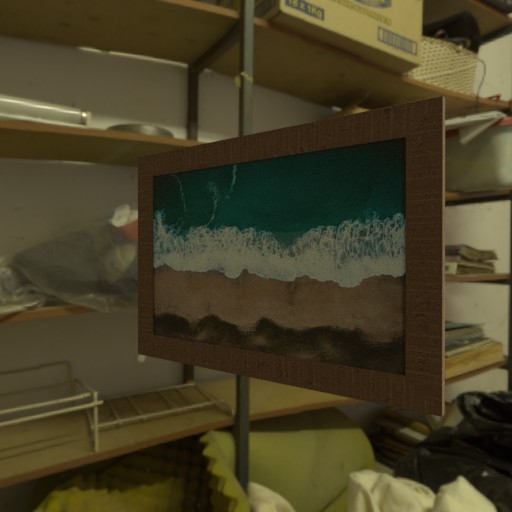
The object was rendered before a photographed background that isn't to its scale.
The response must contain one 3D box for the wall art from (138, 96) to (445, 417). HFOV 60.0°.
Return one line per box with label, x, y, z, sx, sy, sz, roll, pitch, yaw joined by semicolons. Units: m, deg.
wall art;0.000;0.000;1.144;0.917;0.626;0.019;0;0;36
